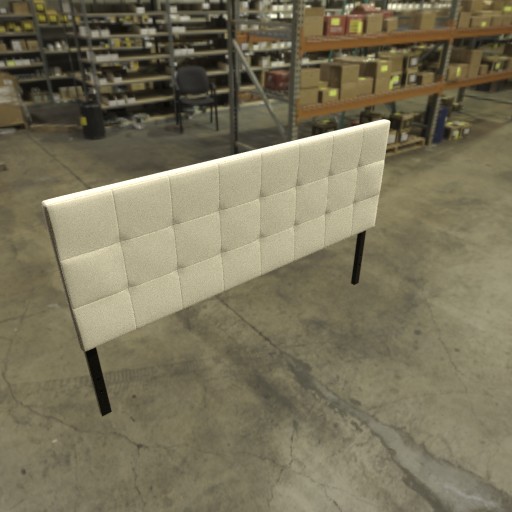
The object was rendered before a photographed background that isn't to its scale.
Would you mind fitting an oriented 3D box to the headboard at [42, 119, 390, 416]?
[{"bbox_3d":[0.000,0.000,2.893,2.362,1.410,0.120,-22,37,-32],"label":"headboard"}]
